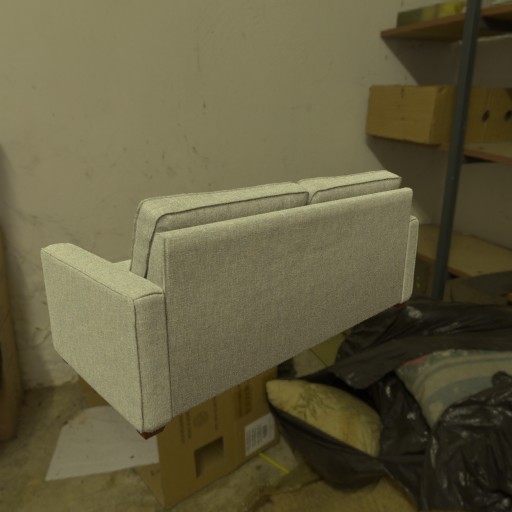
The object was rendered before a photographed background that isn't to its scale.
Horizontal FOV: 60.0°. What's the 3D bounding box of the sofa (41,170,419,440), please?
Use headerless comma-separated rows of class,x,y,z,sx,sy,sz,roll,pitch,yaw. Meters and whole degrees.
sofa,0.000,0.000,2.555,2.078,0.918,0.945,-15,22,-41
